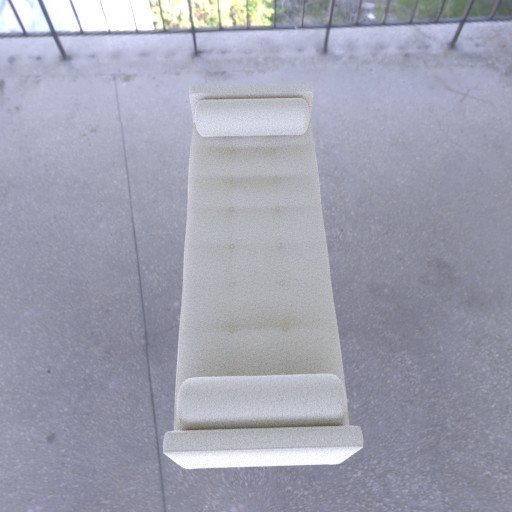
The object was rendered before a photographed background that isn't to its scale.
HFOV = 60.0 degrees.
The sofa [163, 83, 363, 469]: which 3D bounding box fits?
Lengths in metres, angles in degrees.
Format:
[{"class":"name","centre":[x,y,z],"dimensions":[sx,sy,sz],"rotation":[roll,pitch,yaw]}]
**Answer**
[{"class":"sofa","centre":[0.000,0.000,2.334],"dimensions":[0.746,0.641,1.985],"rotation":[-1,59,-1]}]
